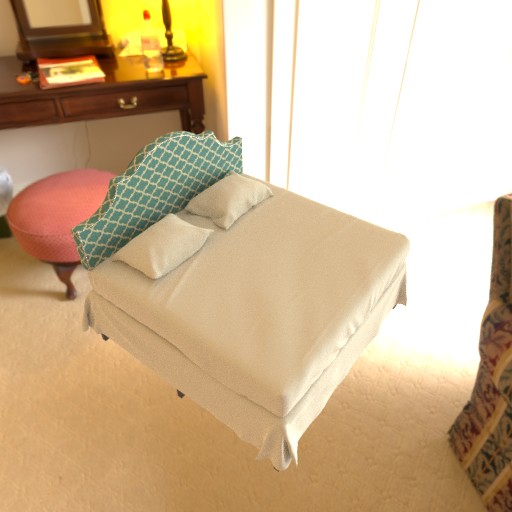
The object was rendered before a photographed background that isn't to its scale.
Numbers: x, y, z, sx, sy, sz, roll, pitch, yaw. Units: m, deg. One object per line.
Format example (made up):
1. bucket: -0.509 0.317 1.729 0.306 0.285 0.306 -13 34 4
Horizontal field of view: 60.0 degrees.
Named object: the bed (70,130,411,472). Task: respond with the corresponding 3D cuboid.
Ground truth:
1. bed: 0.000 0.000 3.720 2.222 1.601 2.314 26 47 27
